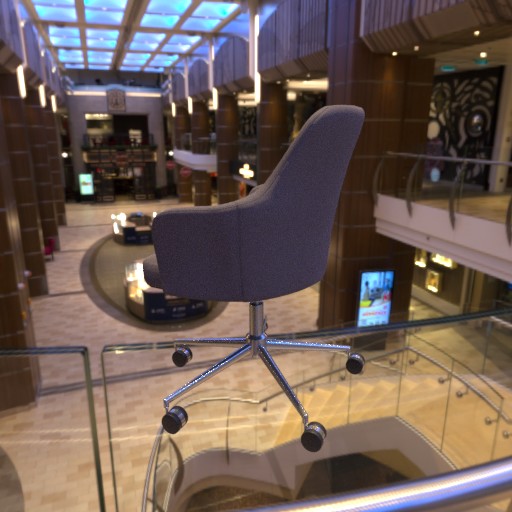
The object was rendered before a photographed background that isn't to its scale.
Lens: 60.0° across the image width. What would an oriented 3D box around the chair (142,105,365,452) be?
[{"bbox_3d":[0.000,0.000,1.293,0.600,0.820,0.655,7,17,24],"label":"chair"}]
